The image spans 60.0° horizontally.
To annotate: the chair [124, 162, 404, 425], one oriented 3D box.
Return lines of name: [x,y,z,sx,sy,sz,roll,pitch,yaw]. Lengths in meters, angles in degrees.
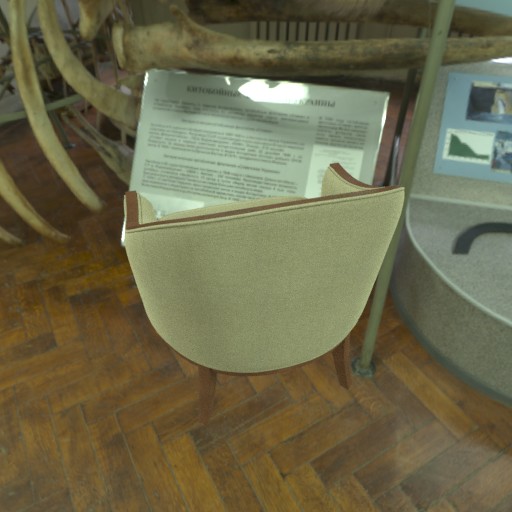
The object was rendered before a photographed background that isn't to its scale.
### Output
chair: [0.000,0.000,1.488,0.803,0.876,0.735,-10,41,-12]
